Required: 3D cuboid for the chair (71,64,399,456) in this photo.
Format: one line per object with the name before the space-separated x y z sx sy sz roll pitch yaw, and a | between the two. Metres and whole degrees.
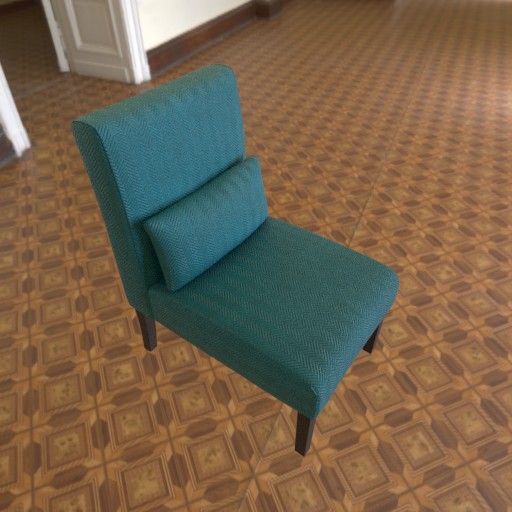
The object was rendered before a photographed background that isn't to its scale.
chair | 0.000 0.000 1.428 0.808 0.927 0.579 25 47 26
